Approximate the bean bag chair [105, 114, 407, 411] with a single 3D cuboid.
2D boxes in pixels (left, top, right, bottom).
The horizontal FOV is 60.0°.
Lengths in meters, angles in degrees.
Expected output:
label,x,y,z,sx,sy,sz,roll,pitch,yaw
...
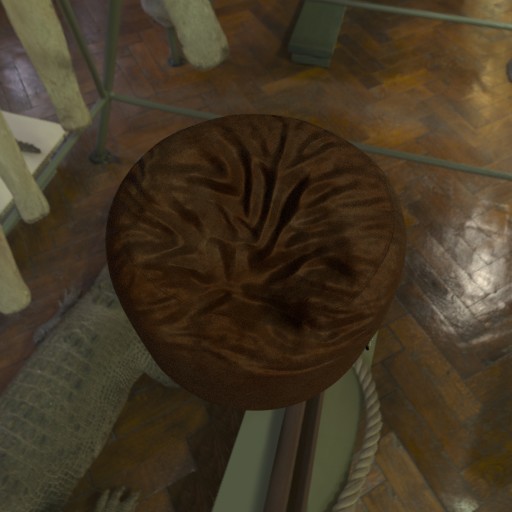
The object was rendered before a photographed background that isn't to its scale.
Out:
label,x,y,z,sx,sy,sz,roll,pitch,yaw
bean bag chair,0.000,0.000,1.499,0.918,0.616,0.918,0,57,0
